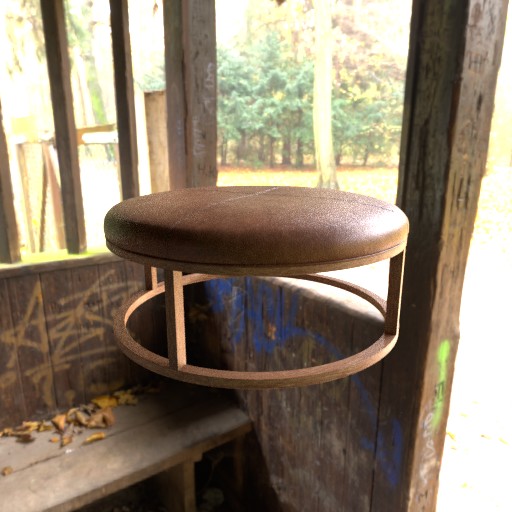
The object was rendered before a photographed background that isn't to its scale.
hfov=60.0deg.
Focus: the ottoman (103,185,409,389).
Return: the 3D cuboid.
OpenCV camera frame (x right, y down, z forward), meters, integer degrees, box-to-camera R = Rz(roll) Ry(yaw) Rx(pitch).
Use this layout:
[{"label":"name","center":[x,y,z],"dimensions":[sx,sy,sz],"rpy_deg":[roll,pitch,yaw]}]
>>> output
[{"label":"ottoman","center":[0.000,0.000,1.566],"dimensions":[1.006,0.445,1.006],"rpy_deg":[0,15,0]}]
